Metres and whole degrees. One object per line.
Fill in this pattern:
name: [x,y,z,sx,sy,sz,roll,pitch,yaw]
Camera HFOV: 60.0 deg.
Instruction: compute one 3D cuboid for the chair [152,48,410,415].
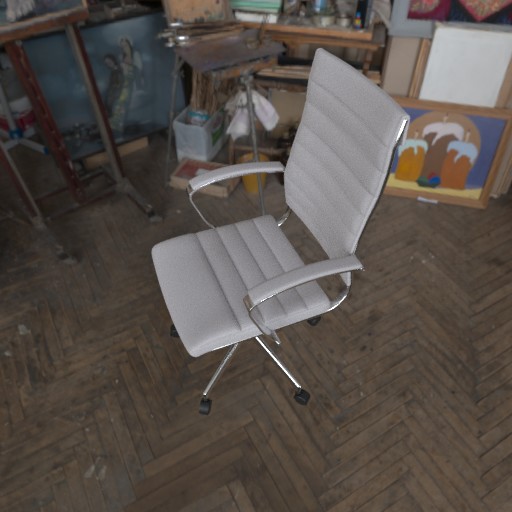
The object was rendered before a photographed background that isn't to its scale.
chair: [0.000,0.000,1.529,0.667,1.149,0.679,-17,49,-16]
